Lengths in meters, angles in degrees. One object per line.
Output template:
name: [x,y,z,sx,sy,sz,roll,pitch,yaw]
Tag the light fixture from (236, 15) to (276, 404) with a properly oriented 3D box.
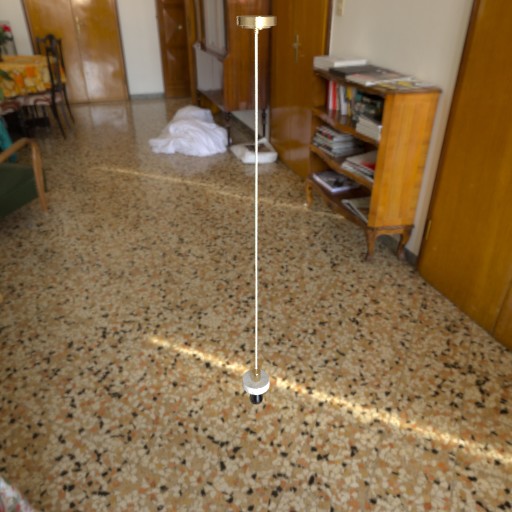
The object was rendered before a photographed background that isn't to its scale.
light fixture: [0.000,0.000,1.753,0.129,1.669,0.129,20,36,30]
